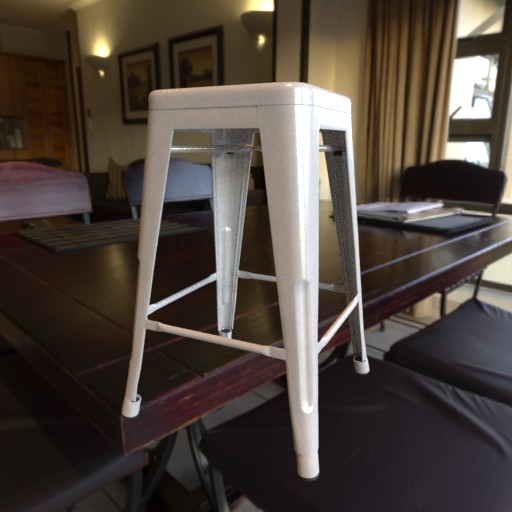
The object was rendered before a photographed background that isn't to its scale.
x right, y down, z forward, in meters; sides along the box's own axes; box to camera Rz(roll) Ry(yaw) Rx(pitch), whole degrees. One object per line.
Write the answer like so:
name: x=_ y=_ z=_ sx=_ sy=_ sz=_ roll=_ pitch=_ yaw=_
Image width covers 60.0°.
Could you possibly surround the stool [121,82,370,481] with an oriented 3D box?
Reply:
stool: x=0.000 y=0.000 z=0.885 sx=0.406 sy=0.610 sz=0.406 roll=7 pitch=16 yaw=25
